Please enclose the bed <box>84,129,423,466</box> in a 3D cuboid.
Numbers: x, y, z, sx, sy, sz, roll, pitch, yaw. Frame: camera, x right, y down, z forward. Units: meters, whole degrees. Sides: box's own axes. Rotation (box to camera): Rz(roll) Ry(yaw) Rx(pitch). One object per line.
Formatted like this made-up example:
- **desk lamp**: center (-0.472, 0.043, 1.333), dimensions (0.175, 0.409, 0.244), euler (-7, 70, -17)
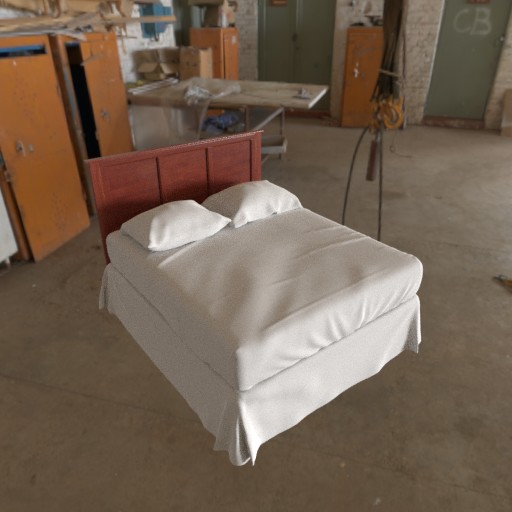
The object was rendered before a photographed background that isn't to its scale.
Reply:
- **bed**: center (0.000, 0.000, 3.292), dimensions (1.870, 1.270, 2.050), euler (-20, 34, -32)
